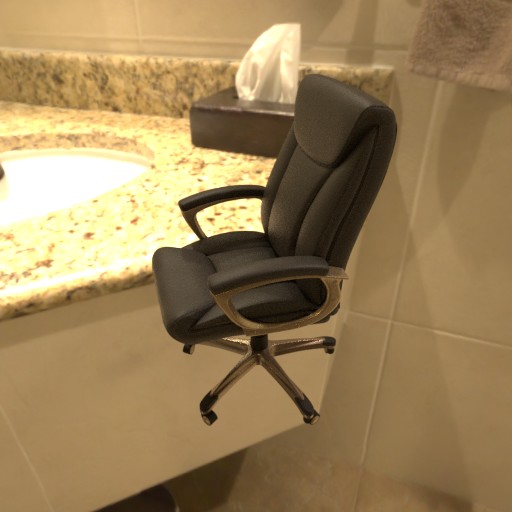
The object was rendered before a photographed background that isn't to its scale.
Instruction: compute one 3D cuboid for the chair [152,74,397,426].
[{"bbox_3d":[0.000,0.000,1.644,0.748,1.188,0.694,-9,34,-14],"label":"chair"}]
